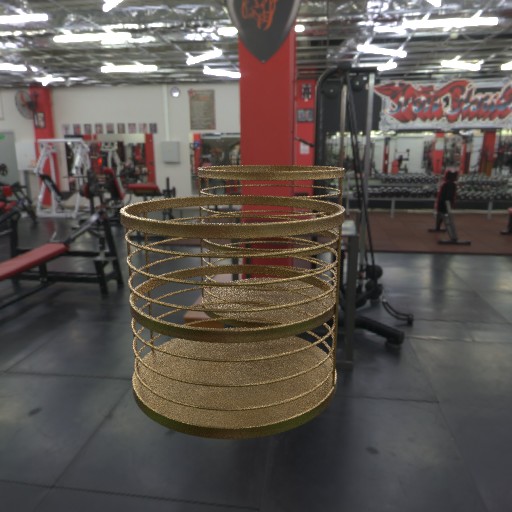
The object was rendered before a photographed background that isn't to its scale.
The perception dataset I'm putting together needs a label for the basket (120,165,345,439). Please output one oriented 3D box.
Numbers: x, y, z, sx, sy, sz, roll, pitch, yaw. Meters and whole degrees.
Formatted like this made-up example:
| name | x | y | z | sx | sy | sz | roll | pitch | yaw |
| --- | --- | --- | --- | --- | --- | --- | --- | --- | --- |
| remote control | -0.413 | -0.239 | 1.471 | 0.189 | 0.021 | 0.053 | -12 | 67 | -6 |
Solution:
| name | x | y | z | sx | sy | sz | roll | pitch | yaw |
| --- | --- | --- | --- | --- | --- | --- | --- | --- | --- |
| basket | 0.000 | 0.000 | 0.938 | 0.356 | 0.351 | 0.746 | 3 | 14 | 10 |
